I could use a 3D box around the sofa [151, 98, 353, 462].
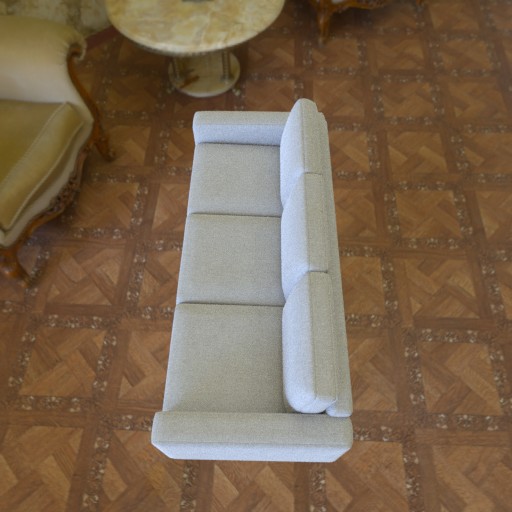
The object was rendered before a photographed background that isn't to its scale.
[{"bbox_3d":[0.000,0.000,2.595,0.900,0.800,2.120,1,59,1],"label":"sofa"}]
